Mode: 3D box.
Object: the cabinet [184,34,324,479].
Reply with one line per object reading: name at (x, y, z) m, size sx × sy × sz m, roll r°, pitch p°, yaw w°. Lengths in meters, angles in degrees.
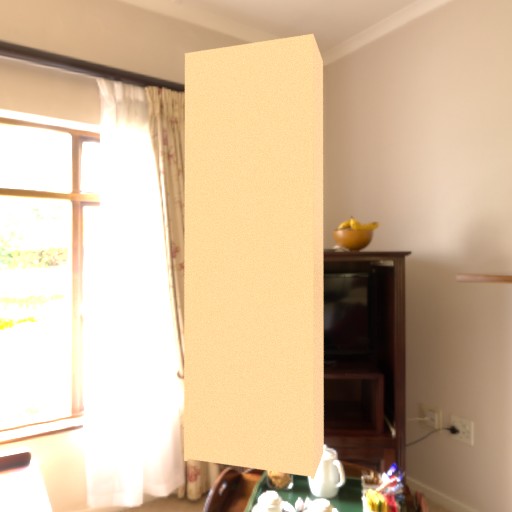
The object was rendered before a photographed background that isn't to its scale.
cabinet at (0.000, 0.000, 1.819) m, size 0.520 × 1.630 × 0.255 m, roll 0°, pitch -1°, yaw 17°
